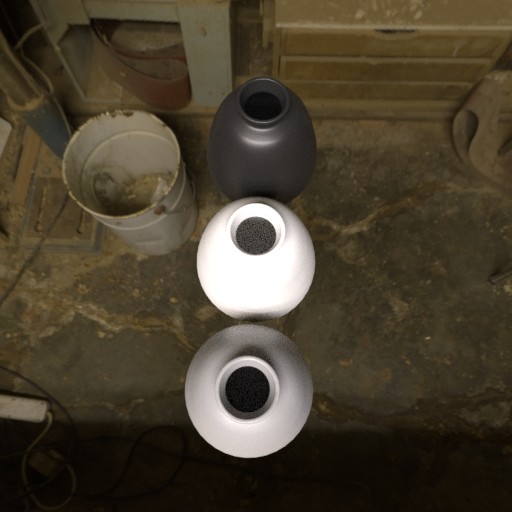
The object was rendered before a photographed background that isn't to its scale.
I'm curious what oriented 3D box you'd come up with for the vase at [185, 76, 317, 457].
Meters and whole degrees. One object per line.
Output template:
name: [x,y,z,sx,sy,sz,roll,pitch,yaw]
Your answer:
vase: [0.000,0.000,0.350,0.097,0.122,0.297,3,74,1]
